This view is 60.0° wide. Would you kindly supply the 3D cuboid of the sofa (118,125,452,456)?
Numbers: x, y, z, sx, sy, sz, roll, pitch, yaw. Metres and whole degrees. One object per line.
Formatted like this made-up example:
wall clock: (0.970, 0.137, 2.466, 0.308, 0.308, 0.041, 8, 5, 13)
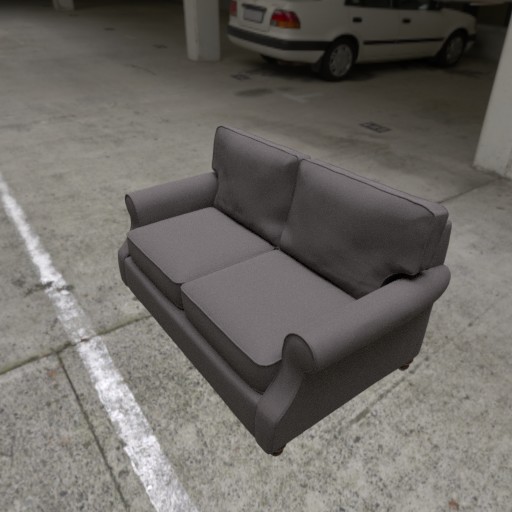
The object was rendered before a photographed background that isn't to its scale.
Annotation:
sofa: (0.000, 0.000, 2.247, 0.964, 0.937, 1.665, -20, 36, -30)
